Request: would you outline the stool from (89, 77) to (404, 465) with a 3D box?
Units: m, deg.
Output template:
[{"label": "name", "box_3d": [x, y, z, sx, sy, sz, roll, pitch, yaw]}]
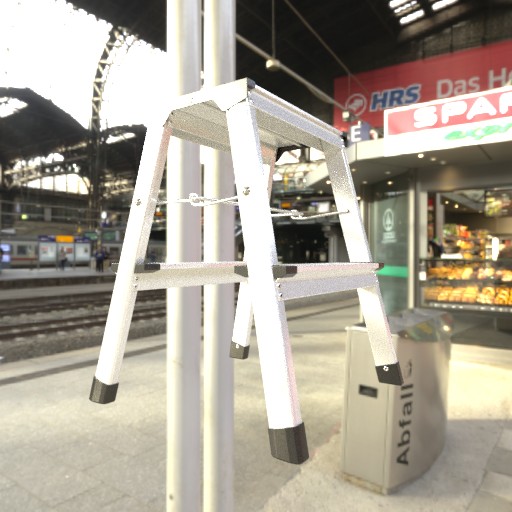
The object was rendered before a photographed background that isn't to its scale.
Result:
[{"label": "stool", "box_3d": [0.000, 0.000, 0.787, 0.405, 0.480, 0.404, 0, 0, 35]}]
